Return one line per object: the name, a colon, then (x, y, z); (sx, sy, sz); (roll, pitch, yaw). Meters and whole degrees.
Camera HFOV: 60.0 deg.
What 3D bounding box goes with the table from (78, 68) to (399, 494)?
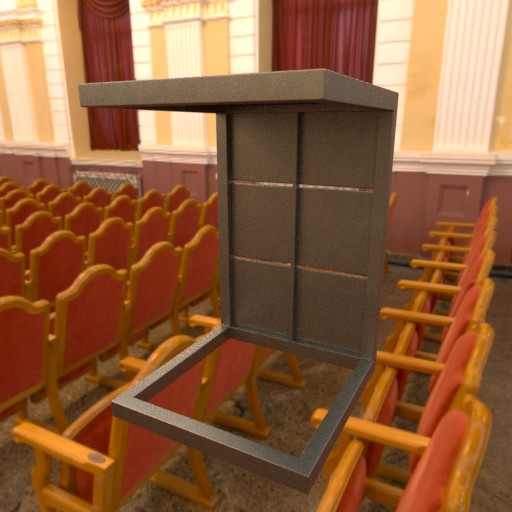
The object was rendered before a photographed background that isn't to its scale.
table: (0.000, 0.000, 0.860); (0.405, 0.609, 0.420); (9, 18, 27)
